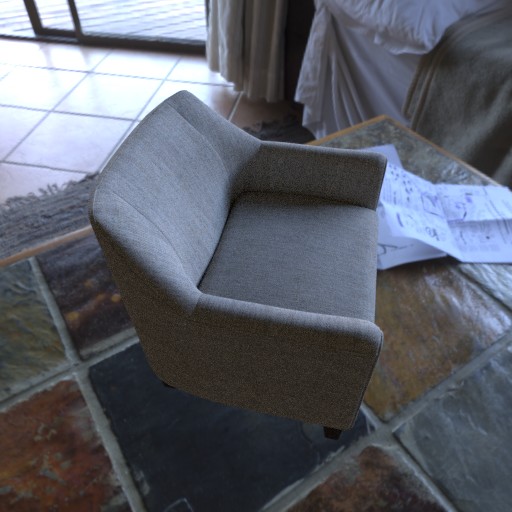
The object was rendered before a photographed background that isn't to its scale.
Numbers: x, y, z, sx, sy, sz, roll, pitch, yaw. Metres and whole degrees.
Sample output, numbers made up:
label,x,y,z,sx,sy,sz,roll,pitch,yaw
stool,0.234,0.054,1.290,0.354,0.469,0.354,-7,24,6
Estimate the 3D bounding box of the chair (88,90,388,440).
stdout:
label,x,y,z,sx,sy,sz,roll,pitch,yaw
chair,0.000,0.000,1.411,0.758,0.761,0.796,9,47,9
